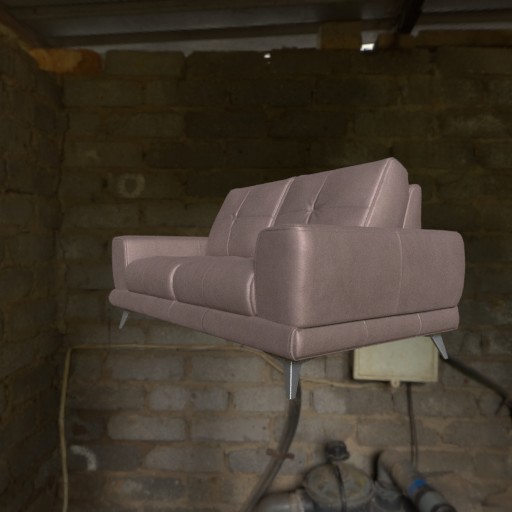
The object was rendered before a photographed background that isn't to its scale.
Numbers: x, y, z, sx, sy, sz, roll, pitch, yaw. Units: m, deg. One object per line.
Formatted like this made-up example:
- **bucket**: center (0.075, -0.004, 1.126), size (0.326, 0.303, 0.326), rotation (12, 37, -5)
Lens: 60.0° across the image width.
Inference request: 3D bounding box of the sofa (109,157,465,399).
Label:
- **sofa**: center (0.000, 0.000, 2.362), size (1.018, 0.907, 1.806), rotation (-1, 1, -36)
